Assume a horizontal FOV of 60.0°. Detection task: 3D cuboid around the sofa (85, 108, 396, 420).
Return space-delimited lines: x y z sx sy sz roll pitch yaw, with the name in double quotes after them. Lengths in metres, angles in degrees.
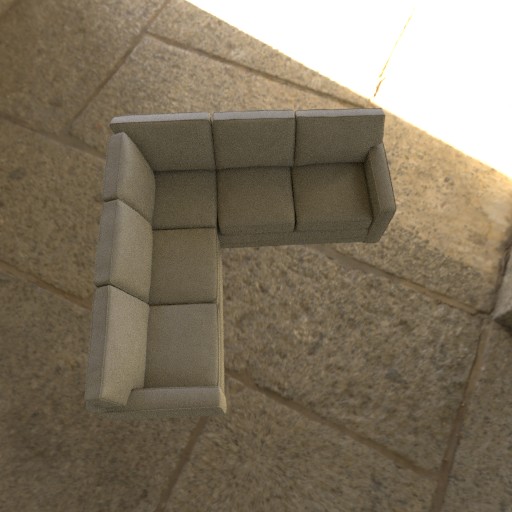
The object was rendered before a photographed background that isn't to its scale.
0.000 0.000 3.370 2.211 0.936 2.188 -3 66 -1 "sofa"
